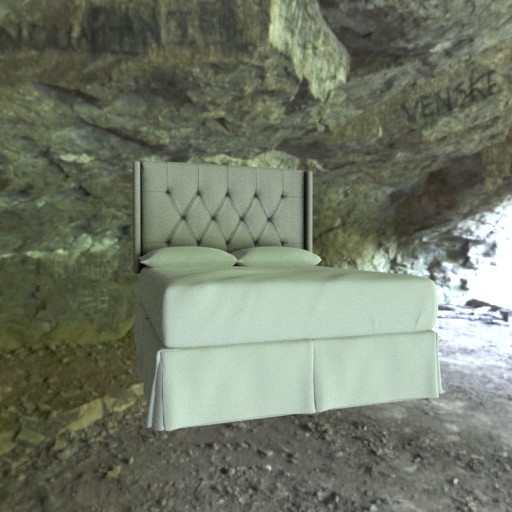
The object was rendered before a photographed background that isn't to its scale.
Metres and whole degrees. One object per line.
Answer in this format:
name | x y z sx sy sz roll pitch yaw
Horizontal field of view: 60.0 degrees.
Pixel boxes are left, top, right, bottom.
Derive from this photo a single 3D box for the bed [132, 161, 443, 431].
bed | 0.000 0.000 3.271 1.719 1.665 2.066 0 1 -18
